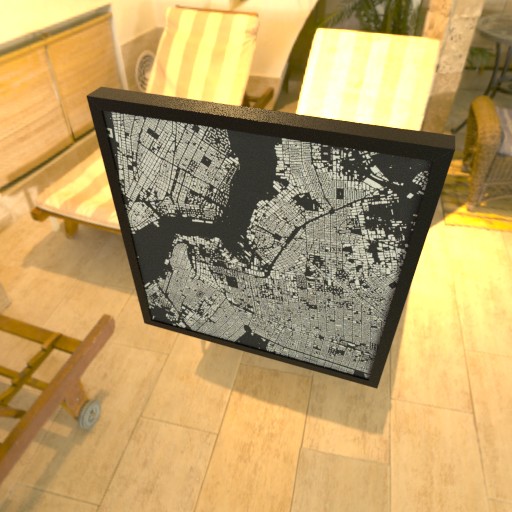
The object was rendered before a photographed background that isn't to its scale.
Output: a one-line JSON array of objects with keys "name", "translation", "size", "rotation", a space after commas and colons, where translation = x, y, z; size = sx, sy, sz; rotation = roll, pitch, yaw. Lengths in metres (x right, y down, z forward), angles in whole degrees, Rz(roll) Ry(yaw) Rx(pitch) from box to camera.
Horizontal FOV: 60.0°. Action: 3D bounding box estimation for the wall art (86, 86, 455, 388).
[{"name": "wall art", "translation": [0.000, 0.000, 0.761], "size": [0.506, 0.506, 0.038], "rotation": [13, 43, 14]}]
